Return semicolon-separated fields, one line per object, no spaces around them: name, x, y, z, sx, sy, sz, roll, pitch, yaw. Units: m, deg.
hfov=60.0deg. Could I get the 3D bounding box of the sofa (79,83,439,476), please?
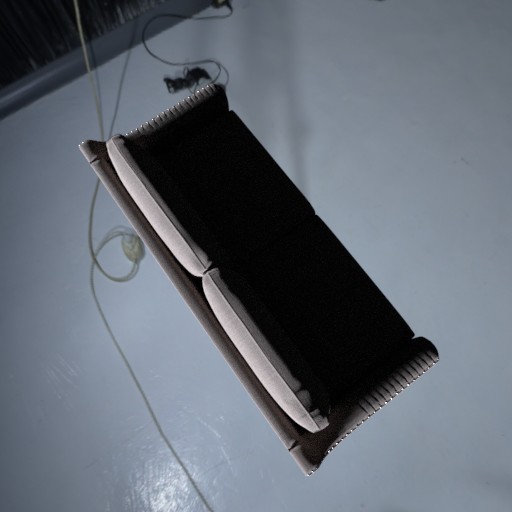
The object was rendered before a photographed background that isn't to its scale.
sofa;0.000;0.000;2.707;1.000;0.857;2.208;-35;77;-9
